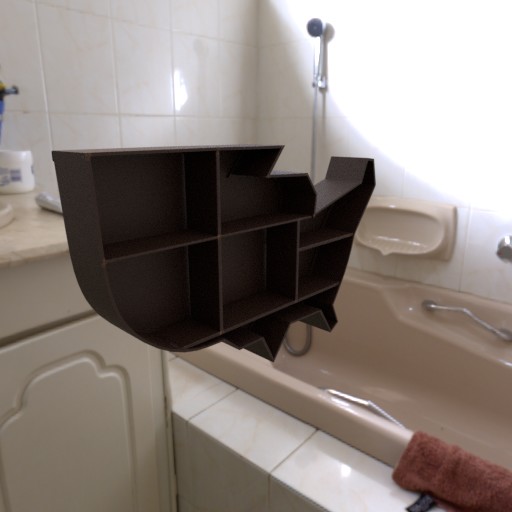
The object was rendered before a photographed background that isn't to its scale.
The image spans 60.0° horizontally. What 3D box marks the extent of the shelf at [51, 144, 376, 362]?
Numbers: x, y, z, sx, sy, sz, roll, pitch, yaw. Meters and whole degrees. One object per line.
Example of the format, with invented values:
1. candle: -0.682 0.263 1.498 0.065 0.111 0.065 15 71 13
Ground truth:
1. shelf: 0.000 0.000 0.902 0.112 0.439 0.729 15 21 42
